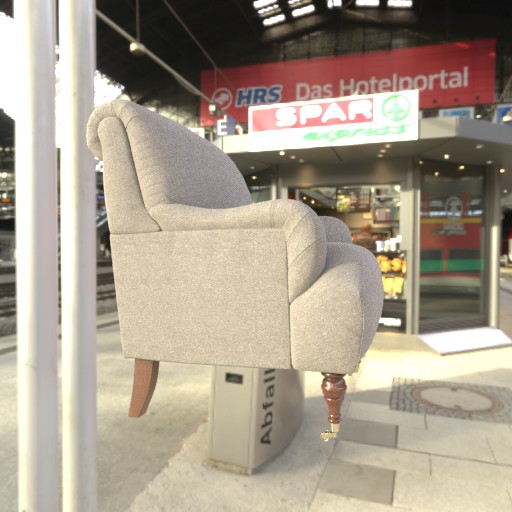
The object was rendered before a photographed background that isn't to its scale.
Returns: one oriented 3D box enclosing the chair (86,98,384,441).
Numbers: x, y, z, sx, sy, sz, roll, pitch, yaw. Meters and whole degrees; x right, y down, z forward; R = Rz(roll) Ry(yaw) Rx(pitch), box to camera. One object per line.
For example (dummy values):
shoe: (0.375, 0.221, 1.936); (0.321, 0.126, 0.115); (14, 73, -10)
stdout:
chair: (0.000, 0.000, 1.521); (0.843, 0.942, 0.766); (0, 1, 18)
